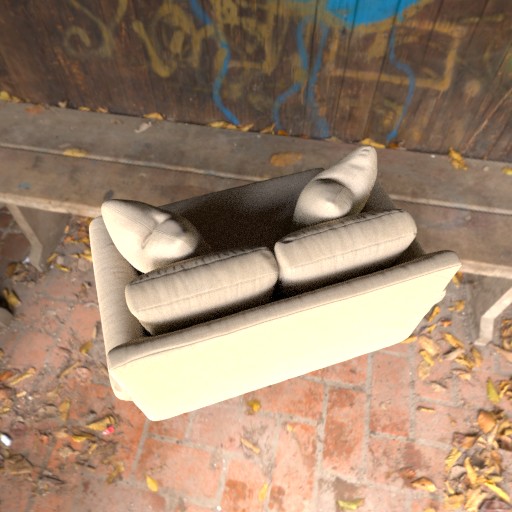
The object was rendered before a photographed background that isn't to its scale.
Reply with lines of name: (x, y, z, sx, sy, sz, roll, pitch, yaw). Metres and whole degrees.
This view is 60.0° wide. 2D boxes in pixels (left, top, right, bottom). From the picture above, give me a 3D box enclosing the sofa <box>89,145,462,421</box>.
sofa: (0.000, 0.000, 2.233, 1.550, 0.905, 1.070, -15, 58, -10)
